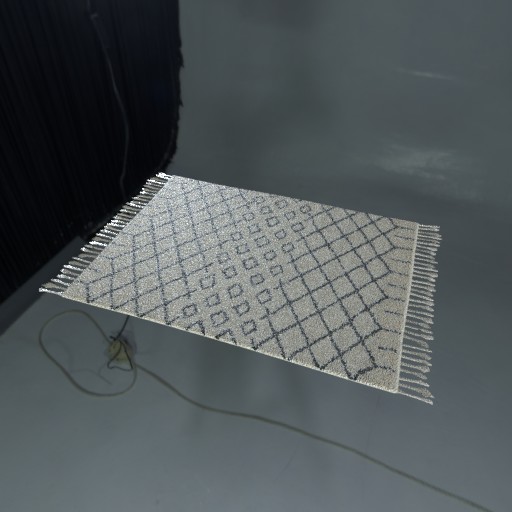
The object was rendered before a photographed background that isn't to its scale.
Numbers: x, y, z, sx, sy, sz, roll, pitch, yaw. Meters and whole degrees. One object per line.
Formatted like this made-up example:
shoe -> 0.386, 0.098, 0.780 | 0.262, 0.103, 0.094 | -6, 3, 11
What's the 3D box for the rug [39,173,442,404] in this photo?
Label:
rug -> 0.000, 0.000, 3.298 | 2.615, 0.029, 1.664 | 13, 43, 14
